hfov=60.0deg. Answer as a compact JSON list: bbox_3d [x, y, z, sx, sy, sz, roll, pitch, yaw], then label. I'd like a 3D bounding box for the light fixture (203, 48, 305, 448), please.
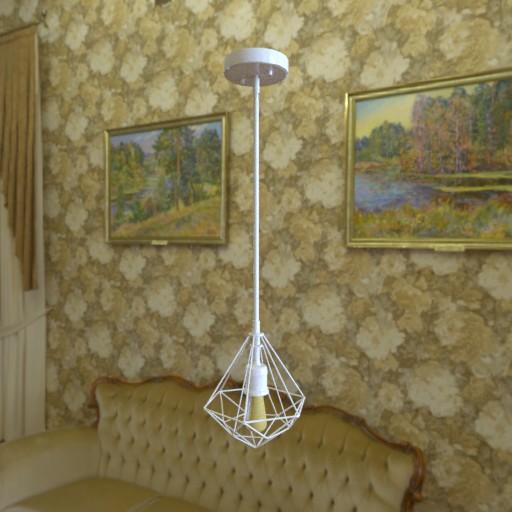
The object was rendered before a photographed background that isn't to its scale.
[{"bbox_3d":[0.000,0.000,2.029,0.487,1.764,0.431,0,1,-18],"label":"light fixture"}]
